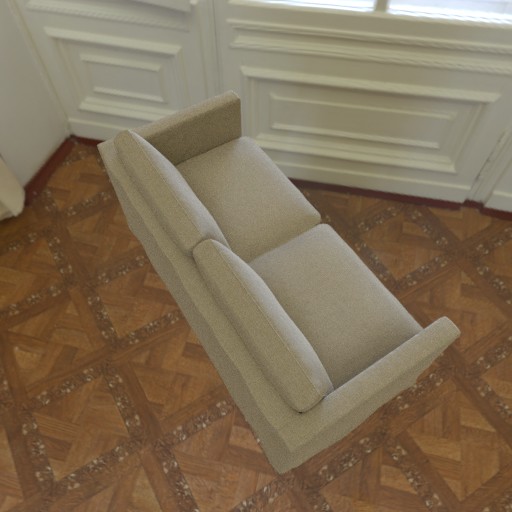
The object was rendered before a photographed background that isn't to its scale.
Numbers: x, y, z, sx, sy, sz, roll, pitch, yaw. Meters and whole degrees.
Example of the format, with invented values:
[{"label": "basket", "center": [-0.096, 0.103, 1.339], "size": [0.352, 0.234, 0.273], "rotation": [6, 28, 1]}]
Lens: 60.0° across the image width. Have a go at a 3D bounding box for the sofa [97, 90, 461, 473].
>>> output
[{"label": "sofa", "center": [0.000, 0.000, 2.480], "size": [0.956, 0.847, 1.987], "rotation": [-28, 62, -17]}]
